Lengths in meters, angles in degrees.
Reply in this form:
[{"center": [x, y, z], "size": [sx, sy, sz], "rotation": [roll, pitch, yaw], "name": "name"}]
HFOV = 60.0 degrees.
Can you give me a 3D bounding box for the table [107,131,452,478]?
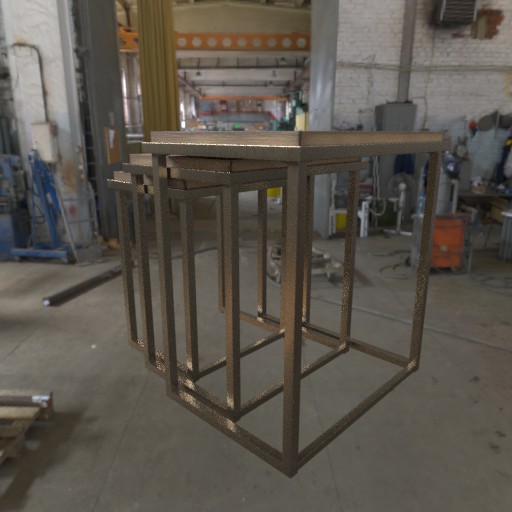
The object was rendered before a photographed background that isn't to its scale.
[{"center": [0.000, 0.000, 1.130], "size": [0.706, 0.610, 0.559], "rotation": [14, 21, 42], "name": "table"}]
